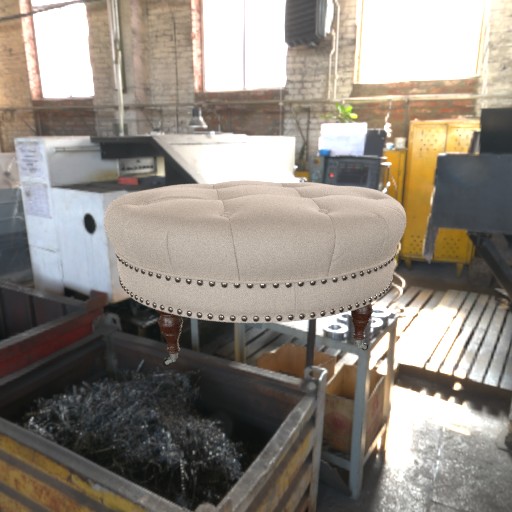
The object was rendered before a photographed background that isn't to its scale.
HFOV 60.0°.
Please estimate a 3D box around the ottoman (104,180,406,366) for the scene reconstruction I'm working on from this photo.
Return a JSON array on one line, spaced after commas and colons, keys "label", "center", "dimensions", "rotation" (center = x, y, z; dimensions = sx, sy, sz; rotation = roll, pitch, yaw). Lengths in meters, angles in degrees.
[{"label": "ottoman", "center": [0.000, 0.000, 1.422], "dimensions": [0.901, 0.439, 0.901], "rotation": [0, 16, 0]}]
